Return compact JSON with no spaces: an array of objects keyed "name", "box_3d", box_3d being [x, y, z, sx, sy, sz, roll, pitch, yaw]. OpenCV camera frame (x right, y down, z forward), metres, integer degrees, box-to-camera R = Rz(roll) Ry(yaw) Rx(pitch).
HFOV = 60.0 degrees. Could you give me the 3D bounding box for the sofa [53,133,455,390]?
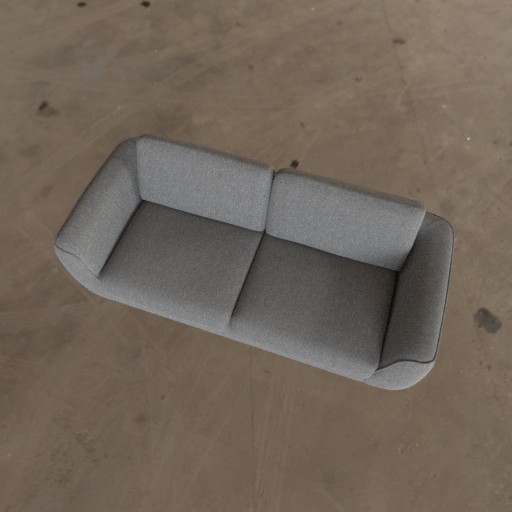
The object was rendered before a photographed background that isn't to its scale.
[{"name":"sofa","box_3d":[0.000,0.000,2.480,2.000,0.870,0.920,16,61,9]}]
